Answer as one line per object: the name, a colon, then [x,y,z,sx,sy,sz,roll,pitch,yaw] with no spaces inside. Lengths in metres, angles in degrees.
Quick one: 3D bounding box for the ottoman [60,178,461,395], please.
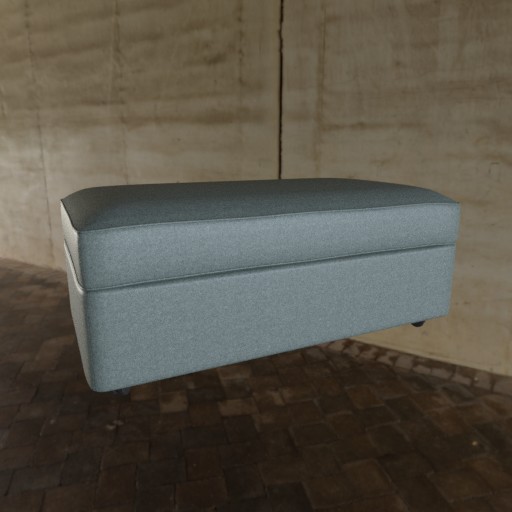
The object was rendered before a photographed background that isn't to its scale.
ottoman: [0.000,0.000,1.510,1.173,0.494,0.681,-7,15,-25]
